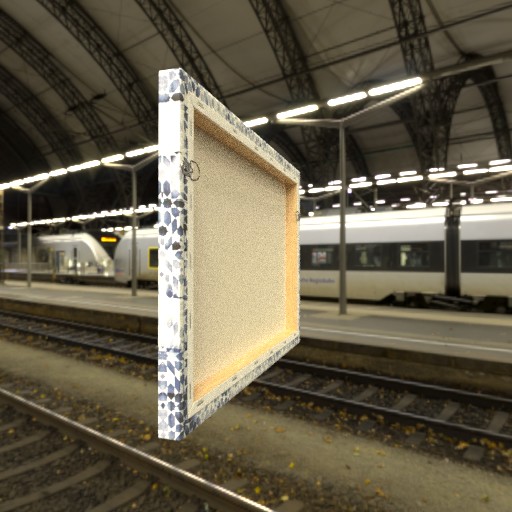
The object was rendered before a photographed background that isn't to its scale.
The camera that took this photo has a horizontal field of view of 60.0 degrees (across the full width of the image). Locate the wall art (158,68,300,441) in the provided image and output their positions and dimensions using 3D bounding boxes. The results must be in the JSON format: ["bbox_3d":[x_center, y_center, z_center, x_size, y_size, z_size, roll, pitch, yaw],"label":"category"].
[{"bbox_3d":[0.000,0.000,0.772,0.030,0.406,0.608,0,0,18],"label":"wall art"}]
